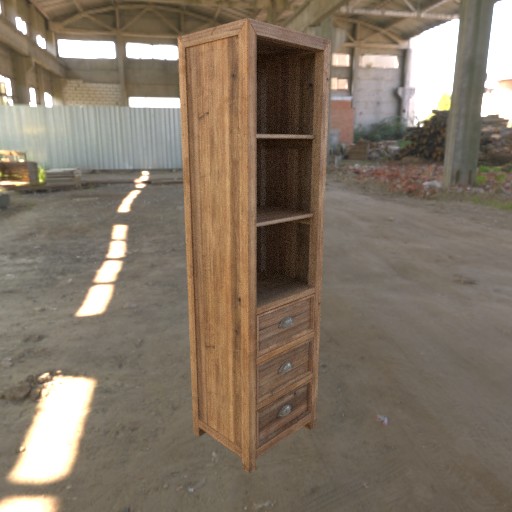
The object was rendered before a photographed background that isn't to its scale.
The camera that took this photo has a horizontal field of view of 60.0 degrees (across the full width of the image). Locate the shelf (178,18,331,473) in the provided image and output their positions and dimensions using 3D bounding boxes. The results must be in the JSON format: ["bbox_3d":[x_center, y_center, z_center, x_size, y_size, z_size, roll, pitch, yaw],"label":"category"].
[{"bbox_3d":[0.000,0.000,2.110,0.500,1.900,0.428,-14,20,-43],"label":"shelf"}]
